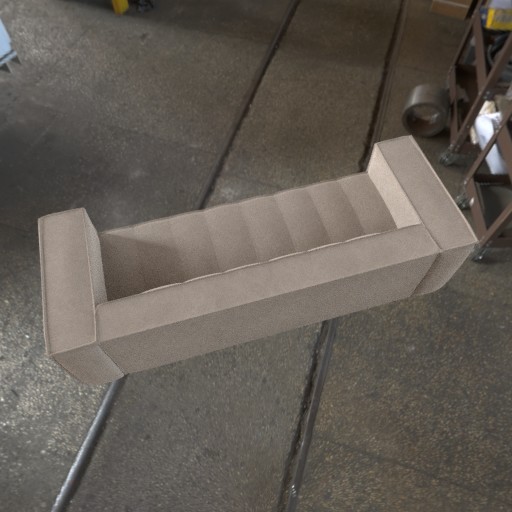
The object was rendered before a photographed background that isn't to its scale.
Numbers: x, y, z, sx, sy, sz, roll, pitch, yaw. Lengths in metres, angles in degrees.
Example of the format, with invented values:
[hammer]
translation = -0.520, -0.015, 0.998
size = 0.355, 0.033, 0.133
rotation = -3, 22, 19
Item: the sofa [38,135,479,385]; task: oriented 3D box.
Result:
[sofa]
translation = 0.000, 0.000, 3.096
size = 2.697, 0.680, 1.038
rotation = -14, 60, -8
